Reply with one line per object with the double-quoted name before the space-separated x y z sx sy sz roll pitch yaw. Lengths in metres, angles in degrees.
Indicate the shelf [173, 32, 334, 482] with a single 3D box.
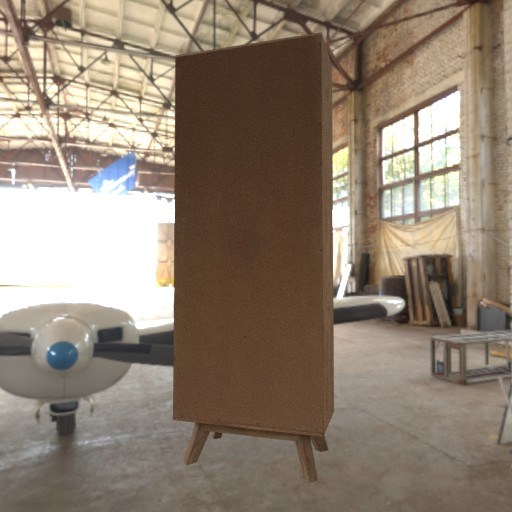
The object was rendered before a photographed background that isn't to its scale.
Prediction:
"shelf" 0.000 0.000 1.508 0.491 1.342 0.267 -1 -2 17
